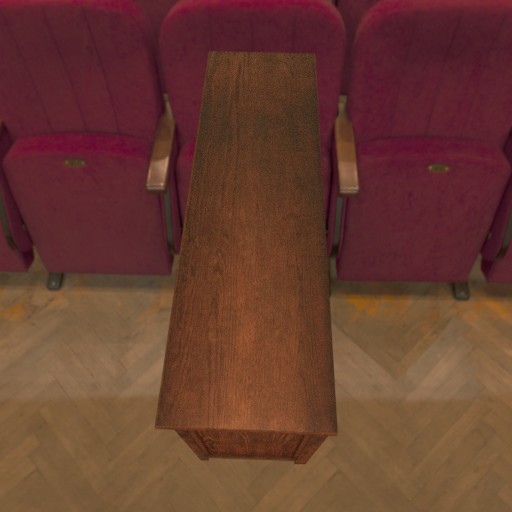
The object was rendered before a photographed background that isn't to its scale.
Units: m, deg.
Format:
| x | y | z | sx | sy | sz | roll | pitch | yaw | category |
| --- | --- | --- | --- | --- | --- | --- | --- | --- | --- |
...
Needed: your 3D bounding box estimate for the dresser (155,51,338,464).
| x | y | z | sx | sy | sz | roll | pitch | yaw | category |
| --- | --- | --- | --- | --- | --- | --- | --- | --- | --- |
| 0.000 | 0.000 | 1.878 | 0.463 | 0.856 | 1.551 | 2 | 59 | 1 | dresser |
